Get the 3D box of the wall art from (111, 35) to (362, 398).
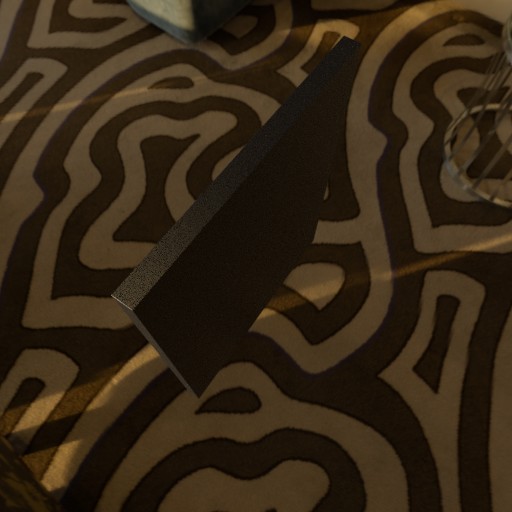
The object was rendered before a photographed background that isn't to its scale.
[{"bbox_3d":[0.000,0.000,0.763,0.028,0.557,0.457,32,68,15],"label":"wall art"}]
